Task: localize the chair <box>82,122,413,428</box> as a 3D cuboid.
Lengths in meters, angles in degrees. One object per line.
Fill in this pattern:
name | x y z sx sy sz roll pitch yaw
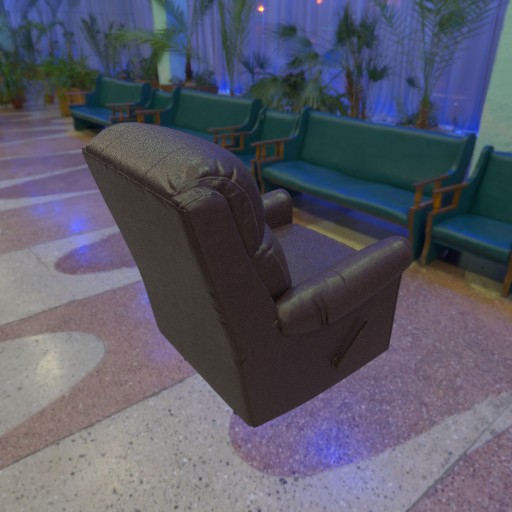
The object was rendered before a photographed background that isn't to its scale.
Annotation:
chair | 0.000 0.000 1.780 1.014 1.054 0.838 -19 33 -33
